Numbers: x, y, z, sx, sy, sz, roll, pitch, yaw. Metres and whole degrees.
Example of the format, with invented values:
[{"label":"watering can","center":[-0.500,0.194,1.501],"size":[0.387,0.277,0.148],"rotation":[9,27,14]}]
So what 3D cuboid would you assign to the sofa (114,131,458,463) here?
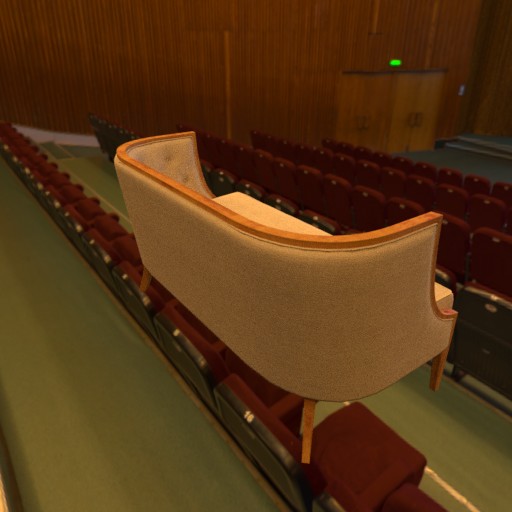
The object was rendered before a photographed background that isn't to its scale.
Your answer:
[{"label":"sofa","center":[0.000,0.000,1.873],"size":[0.770,0.775,1.474],"rotation":[-18,32,-32]}]
